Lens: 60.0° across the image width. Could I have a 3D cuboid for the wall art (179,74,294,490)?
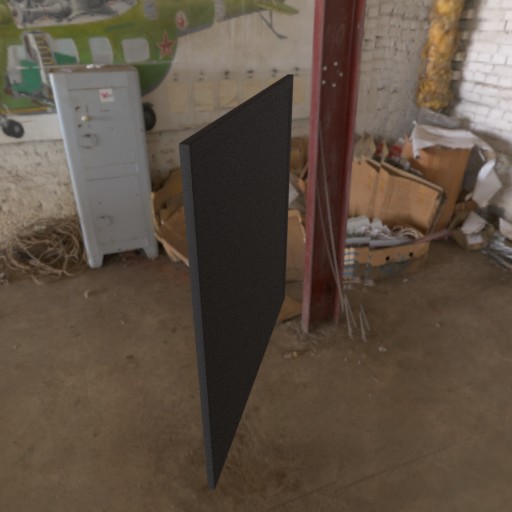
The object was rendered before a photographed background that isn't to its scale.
[{"bbox_3d":[0.000,0.000,0.815,0.012,0.558,0.562,7,30,13],"label":"wall art"}]
